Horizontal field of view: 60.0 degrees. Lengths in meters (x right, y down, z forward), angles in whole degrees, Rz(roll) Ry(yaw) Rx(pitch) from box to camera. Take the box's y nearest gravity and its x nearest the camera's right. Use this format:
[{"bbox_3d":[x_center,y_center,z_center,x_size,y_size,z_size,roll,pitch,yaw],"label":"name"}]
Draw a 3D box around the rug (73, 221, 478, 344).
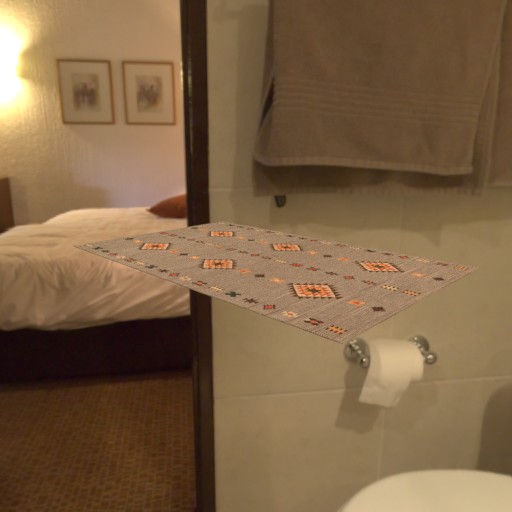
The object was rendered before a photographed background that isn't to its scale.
[{"bbox_3d":[0.000,0.000,3.080,2.427,0.007,1.515,14,20,43],"label":"rug"}]
